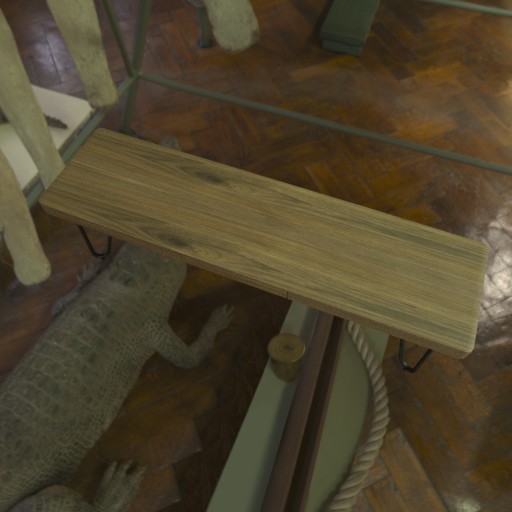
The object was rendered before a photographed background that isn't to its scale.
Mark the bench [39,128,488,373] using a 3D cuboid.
[{"bbox_3d":[0.000,0.000,1.776,1.570,0.462,0.425,19,61,11],"label":"bench"}]
